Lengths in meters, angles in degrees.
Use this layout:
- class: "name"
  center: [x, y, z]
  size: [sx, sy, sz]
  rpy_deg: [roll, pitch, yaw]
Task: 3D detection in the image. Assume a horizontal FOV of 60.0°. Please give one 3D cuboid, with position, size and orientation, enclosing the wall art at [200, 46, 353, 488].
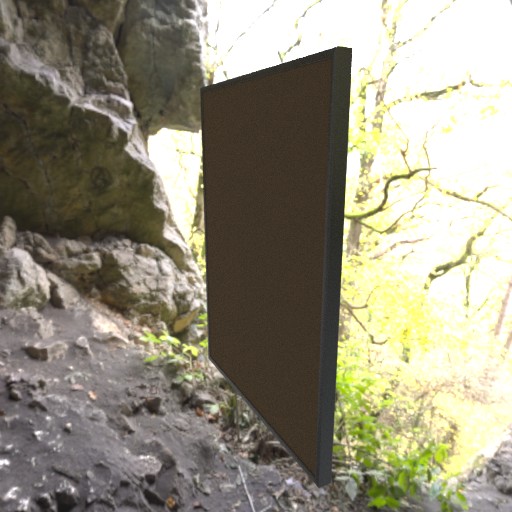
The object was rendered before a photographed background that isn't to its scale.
- class: "wall art"
  center: [0.000, 0.000, 1.380]
  size: [0.041, 1.062, 0.803]
  rpy_deg: [-7, 16, -26]
